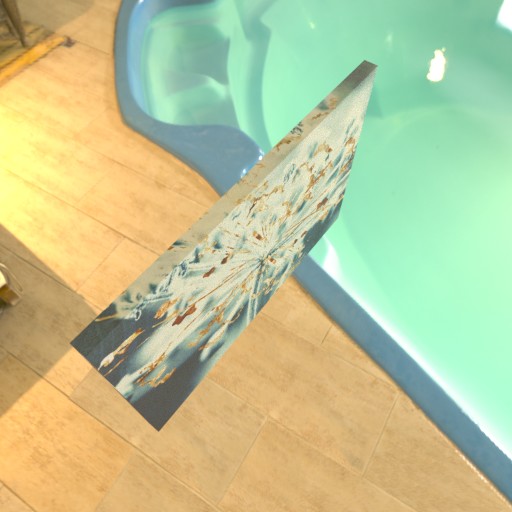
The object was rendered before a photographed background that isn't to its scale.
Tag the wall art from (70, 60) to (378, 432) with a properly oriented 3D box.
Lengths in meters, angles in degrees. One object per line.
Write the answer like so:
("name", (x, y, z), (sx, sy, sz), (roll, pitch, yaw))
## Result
("wall art", (0.000, 0.000, 1.139), (0.038, 0.608, 0.912), (33, 64, 19))
